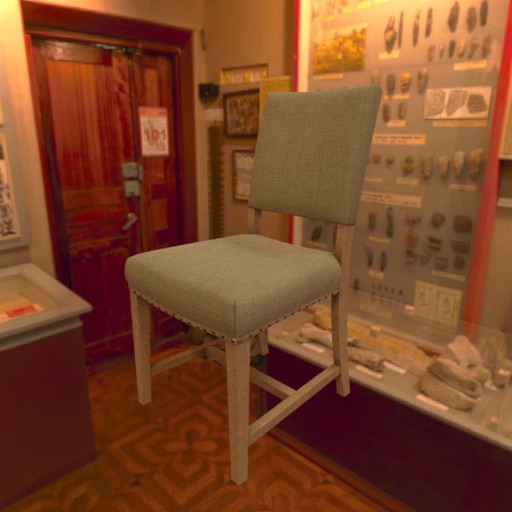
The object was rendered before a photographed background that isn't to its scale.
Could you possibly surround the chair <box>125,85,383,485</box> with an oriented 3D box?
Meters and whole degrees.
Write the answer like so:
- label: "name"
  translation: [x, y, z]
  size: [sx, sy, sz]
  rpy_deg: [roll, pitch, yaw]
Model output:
- label: "chair"
  translation: [0.000, 0.000, 1.355]
  size: [0.622, 0.986, 0.508]
  rpy_deg: [-15, 22, -42]
